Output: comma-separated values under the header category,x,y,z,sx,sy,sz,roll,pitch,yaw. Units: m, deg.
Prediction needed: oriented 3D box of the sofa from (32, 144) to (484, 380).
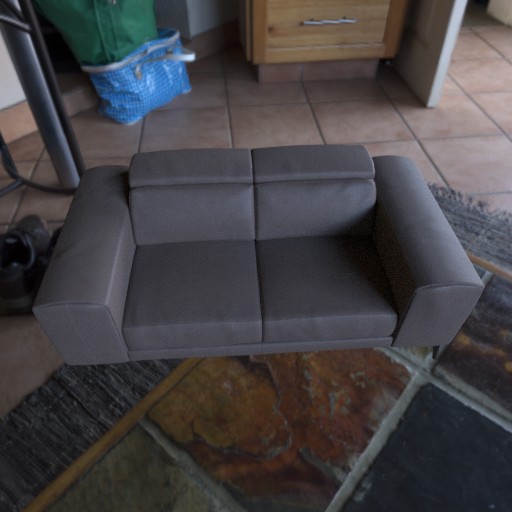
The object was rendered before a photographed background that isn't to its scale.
category,x,y,z,sx,sy,sz,roll,pitch,yaw
sofa,0.000,0.000,2.320,1.895,0.779,1.003,-3,45,-3
